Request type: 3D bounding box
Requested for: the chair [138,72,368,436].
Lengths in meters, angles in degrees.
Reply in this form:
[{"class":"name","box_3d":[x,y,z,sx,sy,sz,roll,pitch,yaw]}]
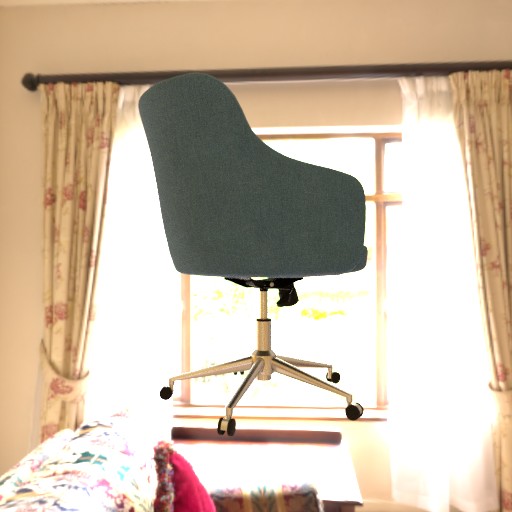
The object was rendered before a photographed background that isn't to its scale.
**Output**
[{"class":"chair","box_3d":[0.000,0.000,1.263,0.655,0.820,0.599,0,-1,-35]}]
